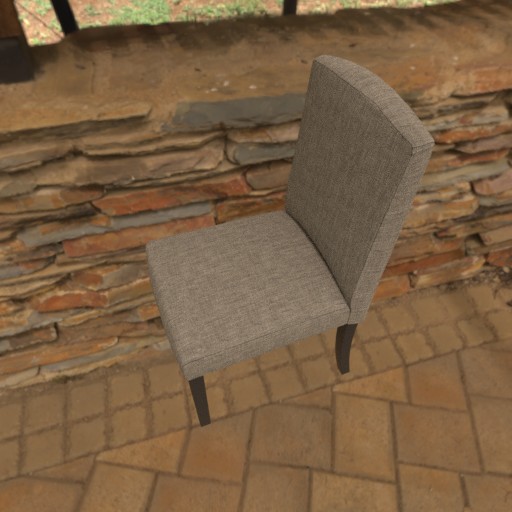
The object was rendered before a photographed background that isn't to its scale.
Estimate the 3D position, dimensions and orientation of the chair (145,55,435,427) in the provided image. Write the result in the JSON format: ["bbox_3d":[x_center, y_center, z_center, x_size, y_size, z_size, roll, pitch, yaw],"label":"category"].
[{"bbox_3d":[0.000,0.000,1.220,0.580,0.917,0.451,-16,48,-15],"label":"chair"}]
